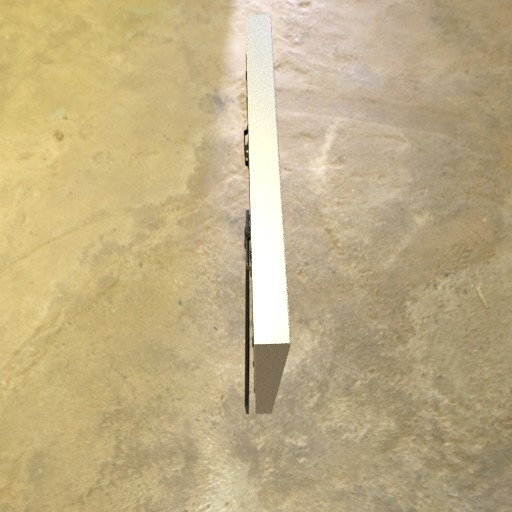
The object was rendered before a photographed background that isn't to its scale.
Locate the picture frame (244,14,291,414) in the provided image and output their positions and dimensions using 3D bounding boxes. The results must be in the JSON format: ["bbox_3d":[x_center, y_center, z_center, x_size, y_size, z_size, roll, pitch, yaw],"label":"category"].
[{"bbox_3d":[0.000,0.000,0.515,0.036,0.386,0.307,-1,64,-1],"label":"picture frame"}]
